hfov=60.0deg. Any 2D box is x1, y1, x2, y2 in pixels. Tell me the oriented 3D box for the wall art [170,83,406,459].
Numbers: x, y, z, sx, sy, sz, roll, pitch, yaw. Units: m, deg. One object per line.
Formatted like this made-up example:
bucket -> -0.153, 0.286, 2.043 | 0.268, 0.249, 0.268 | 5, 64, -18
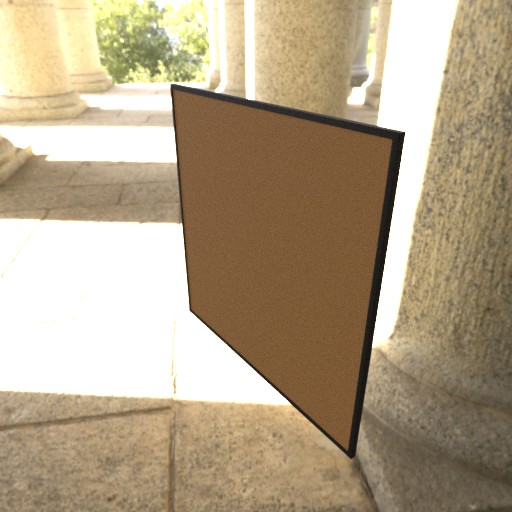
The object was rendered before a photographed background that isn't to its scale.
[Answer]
wall art -> 0.000, 0.000, 0.994 | 0.015, 0.663, 0.664 | -20, 34, -32
